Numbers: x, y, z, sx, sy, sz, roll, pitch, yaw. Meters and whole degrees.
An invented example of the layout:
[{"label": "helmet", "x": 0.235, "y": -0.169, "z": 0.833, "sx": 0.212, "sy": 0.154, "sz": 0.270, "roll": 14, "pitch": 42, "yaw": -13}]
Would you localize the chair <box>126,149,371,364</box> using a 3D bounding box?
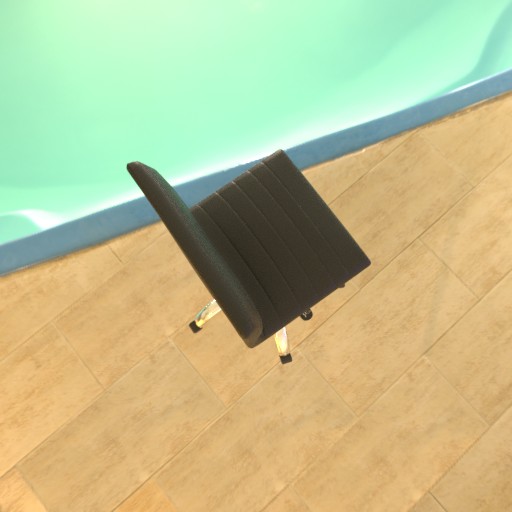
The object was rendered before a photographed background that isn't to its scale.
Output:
[{"label": "chair", "x": 0.000, "y": 0.000, "z": 1.166, "sx": 0.530, "sy": 0.780, "sz": 0.556, "roll": -34, "pitch": 77, "yaw": -9}]
